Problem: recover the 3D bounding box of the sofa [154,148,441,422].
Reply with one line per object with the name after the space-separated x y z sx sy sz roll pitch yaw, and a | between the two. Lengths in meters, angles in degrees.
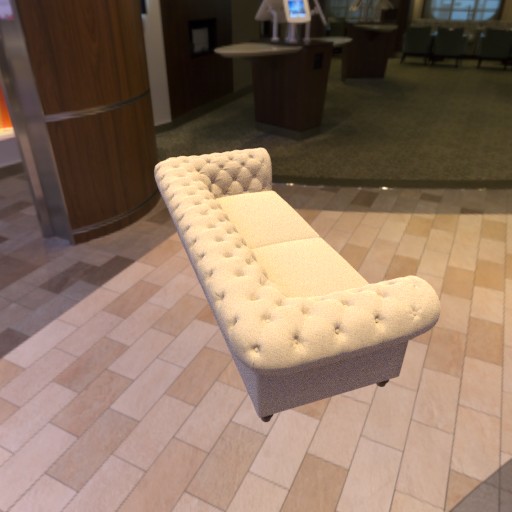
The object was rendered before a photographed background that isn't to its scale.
0.000 0.000 3.258 1.076 0.847 2.694 -11 33 -17 | sofa
